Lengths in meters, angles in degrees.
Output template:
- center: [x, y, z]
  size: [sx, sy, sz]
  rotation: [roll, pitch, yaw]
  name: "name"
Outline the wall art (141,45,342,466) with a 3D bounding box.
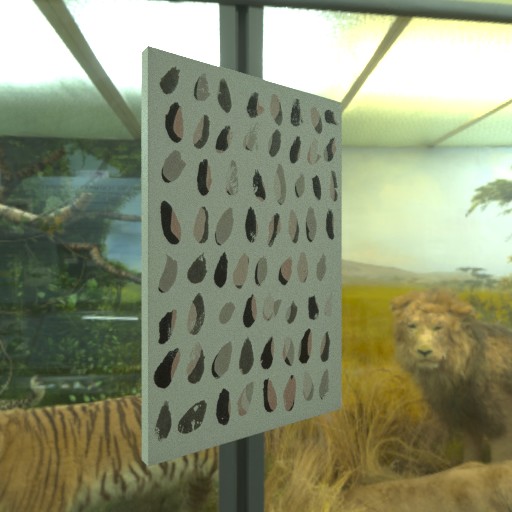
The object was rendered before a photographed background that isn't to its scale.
- center: [0.000, 0.000, 0.769]
  size: [0.405, 0.608, 0.025]
  rotation: [0, 0, -36]
  name: "wall art"
